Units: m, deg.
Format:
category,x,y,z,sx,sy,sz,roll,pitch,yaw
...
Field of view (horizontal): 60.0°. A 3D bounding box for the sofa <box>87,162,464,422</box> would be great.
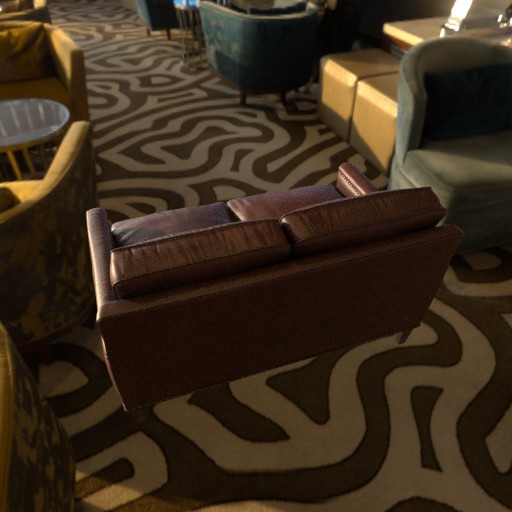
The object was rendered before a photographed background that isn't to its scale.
category,x,y,z,sx,sy,sz,roll,pitch,yaw
sofa,0.000,0.000,2.286,1.628,1.003,1.083,-13,43,-14
